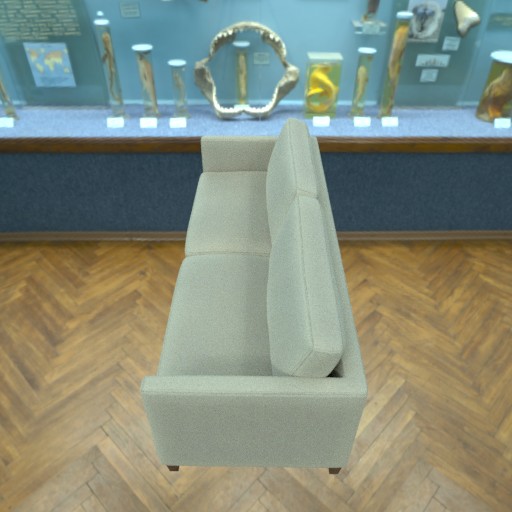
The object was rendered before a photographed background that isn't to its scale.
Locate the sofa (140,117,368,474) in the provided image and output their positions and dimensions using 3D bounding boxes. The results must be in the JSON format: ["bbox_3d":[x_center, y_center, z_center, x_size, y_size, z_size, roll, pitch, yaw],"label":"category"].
[{"bbox_3d":[0.000,0.000,2.820,0.951,0.968,2.361,1,40,1],"label":"sofa"}]
